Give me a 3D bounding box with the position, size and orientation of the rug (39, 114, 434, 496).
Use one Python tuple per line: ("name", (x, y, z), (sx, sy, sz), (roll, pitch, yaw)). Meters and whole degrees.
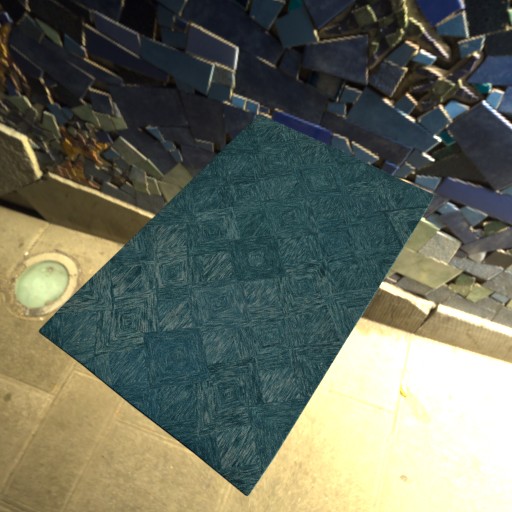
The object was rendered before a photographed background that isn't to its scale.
("rug", (0.000, 0.000, 2.148), (1.136, 0.017, 1.728), (30, 62, 18))
